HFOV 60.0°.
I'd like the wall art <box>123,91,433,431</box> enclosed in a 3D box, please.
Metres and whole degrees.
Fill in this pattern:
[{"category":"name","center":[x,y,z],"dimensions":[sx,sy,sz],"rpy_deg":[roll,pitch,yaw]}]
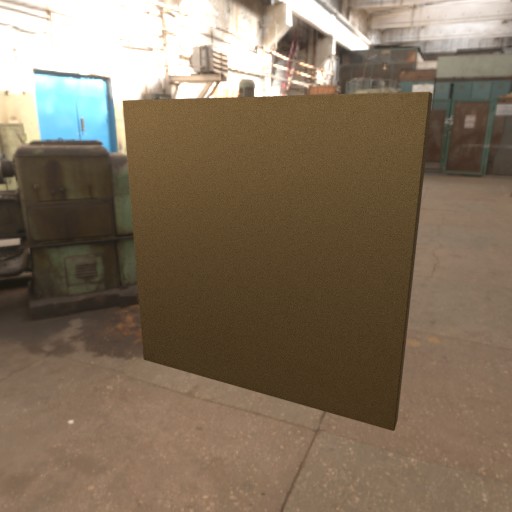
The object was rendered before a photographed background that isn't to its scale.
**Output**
[{"category":"wall art","center":[0.000,0.000,0.749],"dimensions":[0.503,0.506,0.031],"rpy_deg":[8,18,25]}]
